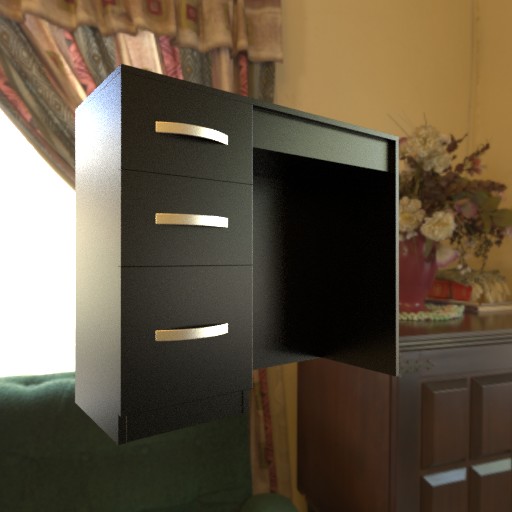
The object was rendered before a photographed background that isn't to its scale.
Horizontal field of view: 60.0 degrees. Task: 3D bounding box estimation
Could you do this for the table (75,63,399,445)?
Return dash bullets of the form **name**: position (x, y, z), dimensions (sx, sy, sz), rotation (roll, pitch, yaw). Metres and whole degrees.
- **table**: position (0.000, 0.000, 1.318), dimensions (0.930, 0.790, 0.380), rotation (0, 0, -36)
